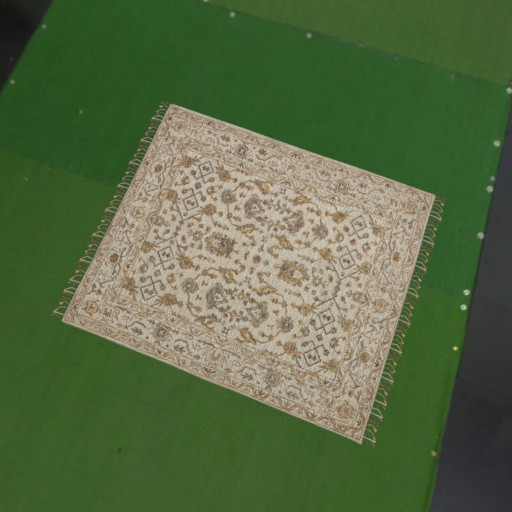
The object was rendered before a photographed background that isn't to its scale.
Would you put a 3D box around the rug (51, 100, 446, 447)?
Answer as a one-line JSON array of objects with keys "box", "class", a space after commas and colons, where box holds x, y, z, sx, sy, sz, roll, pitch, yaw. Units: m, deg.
[{"box": [0.000, 0.000, 4.155, 3.061, 0.034, 2.426, 21, 76, 5], "class": "rug"}]
